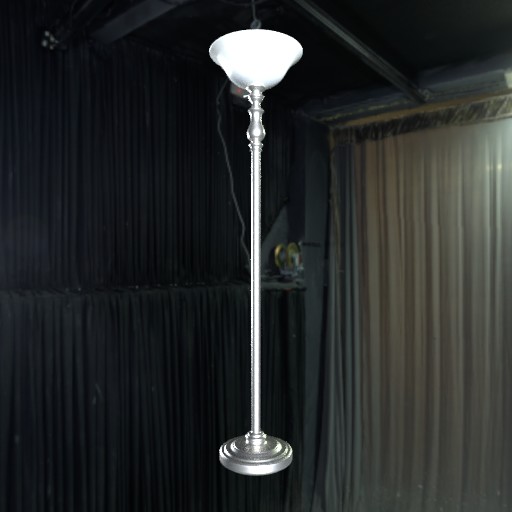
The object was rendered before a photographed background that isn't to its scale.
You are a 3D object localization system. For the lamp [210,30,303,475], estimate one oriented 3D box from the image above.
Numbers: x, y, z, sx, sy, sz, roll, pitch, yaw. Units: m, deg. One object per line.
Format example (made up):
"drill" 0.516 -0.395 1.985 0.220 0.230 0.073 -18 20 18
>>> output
"lamp" 0.000 0.000 1.933 0.405 1.771 0.405 0 -1 35
